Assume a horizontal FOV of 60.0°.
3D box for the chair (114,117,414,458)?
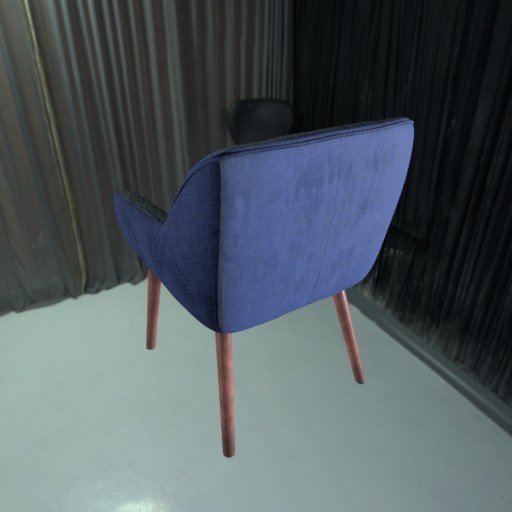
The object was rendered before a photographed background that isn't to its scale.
[{"bbox_3d":[0.000,0.000,1.249,0.600,0.820,0.600,-18,34,-28],"label":"chair"}]
